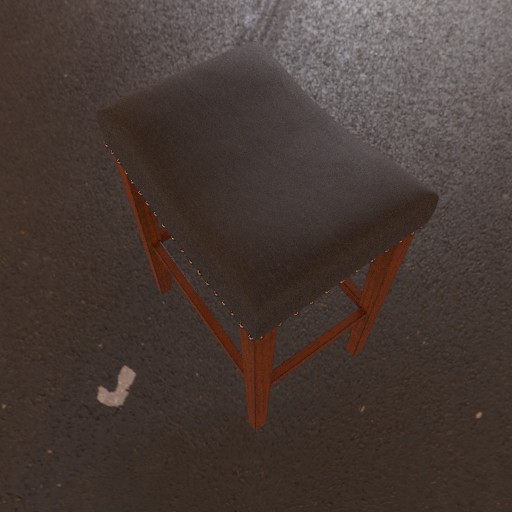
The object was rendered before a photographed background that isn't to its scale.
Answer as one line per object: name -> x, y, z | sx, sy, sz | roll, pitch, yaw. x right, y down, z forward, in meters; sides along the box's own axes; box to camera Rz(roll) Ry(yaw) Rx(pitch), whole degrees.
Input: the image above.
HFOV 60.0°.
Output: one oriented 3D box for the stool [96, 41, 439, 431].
stool -> 0.000, 0.000, 0.859 | 0.320, 0.612, 0.439 | -32, 64, -17
